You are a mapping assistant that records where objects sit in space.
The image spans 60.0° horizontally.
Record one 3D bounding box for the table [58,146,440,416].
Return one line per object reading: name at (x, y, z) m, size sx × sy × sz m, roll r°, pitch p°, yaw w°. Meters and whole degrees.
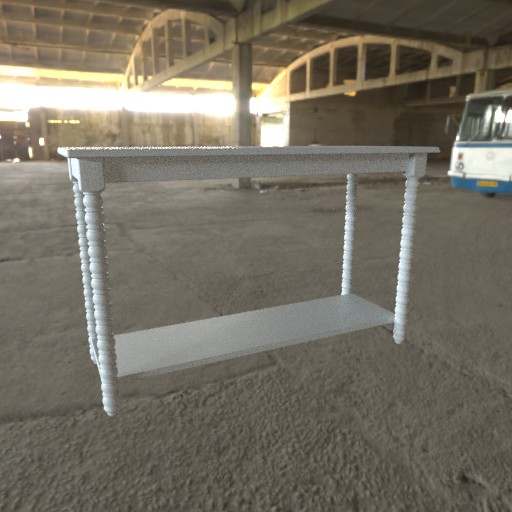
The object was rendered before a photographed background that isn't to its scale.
table at (0.000, 0.000, 1.551) m, size 1.184 × 0.740 × 0.459 m, roll -7°, pitch 16°, yaw -25°
